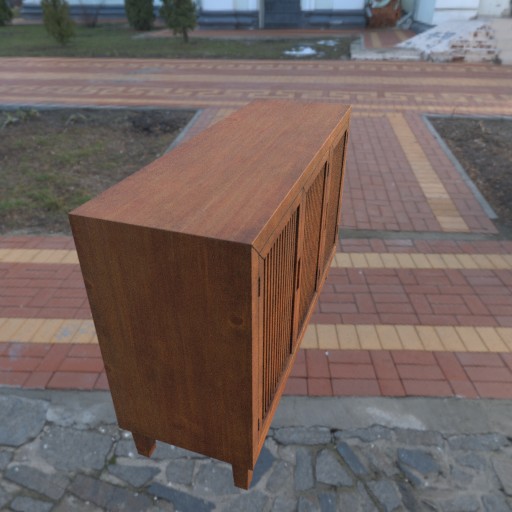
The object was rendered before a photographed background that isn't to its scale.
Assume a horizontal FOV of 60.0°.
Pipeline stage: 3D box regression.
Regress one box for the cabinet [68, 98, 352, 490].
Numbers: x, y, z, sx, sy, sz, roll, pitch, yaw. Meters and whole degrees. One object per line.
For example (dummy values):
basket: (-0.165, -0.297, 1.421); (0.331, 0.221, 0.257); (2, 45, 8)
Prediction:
cabinet: (0.000, 0.000, 1.546); (0.403, 0.805, 1.204); (10, 32, 16)
